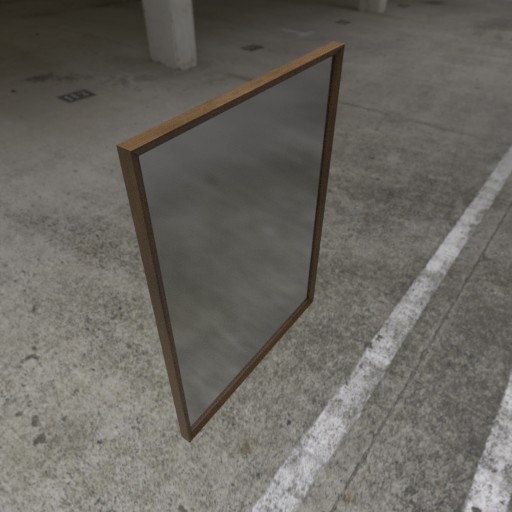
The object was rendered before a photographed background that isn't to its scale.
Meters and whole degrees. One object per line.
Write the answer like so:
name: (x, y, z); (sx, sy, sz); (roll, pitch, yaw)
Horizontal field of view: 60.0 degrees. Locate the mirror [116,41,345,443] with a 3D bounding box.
mirror: (0.000, 0.000, 1.312); (0.041, 1.016, 0.762); (26, 47, 27)
